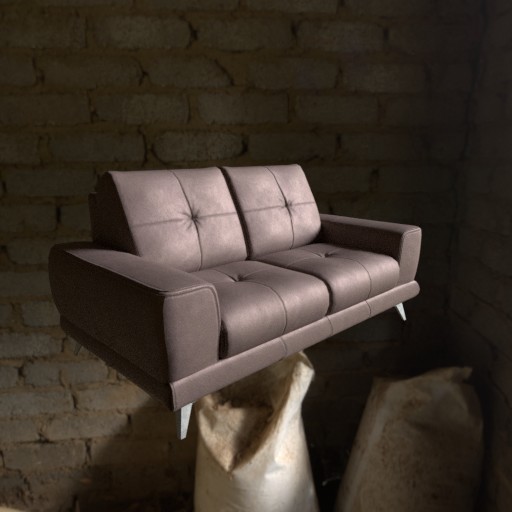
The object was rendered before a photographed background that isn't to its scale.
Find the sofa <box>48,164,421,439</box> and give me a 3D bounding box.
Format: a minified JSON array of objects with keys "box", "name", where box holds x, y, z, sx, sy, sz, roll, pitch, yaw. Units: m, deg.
[{"box":[0.000,0.000,2.338,1.806,0.907,1.018,-13,19,-43],"name":"sofa"}]
